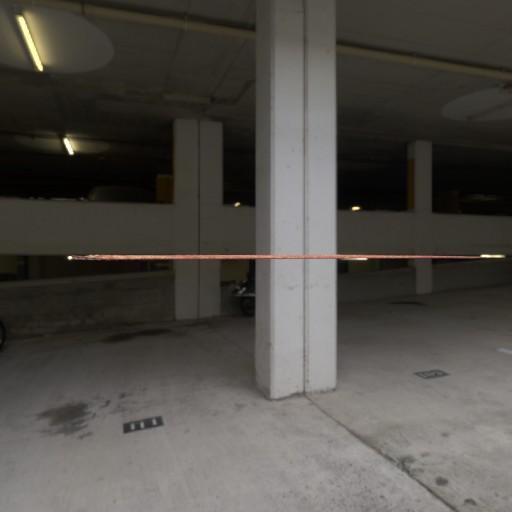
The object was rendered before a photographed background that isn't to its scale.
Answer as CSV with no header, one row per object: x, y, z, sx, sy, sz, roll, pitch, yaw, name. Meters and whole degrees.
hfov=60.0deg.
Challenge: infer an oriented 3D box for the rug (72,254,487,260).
0.000,0.000,4.236,3.086,0.030,2.489,0,0,-18,rug
